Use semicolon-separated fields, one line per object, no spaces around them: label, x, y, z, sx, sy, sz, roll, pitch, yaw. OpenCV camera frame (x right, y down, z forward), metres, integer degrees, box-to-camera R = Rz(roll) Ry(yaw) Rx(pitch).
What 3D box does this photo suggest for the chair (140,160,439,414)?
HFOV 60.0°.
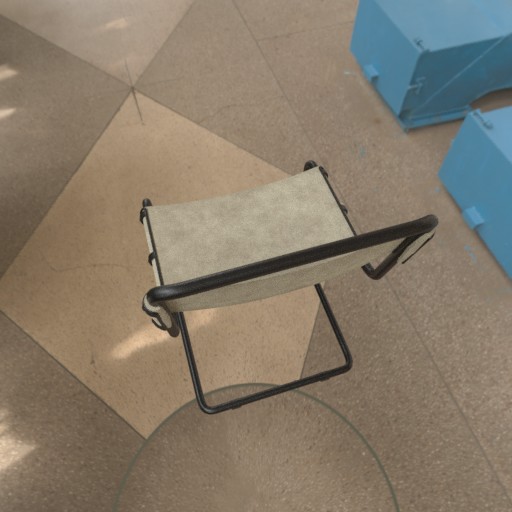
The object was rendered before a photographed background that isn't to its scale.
chair;0.000;0.000;1.078;0.499;0.747;0.497;-15;59;-9
